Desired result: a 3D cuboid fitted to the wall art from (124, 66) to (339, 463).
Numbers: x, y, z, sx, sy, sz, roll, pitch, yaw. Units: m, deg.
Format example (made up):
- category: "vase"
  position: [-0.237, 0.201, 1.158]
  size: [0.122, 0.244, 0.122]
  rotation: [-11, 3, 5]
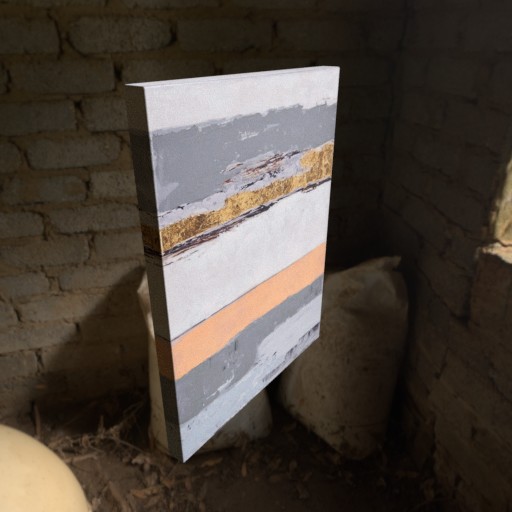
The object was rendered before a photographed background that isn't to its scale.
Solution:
- category: "wall art"
  position: [0.000, 0.000, 0.798]
  size: [0.038, 0.609, 0.456]
  rotation: [19, 32, 33]
